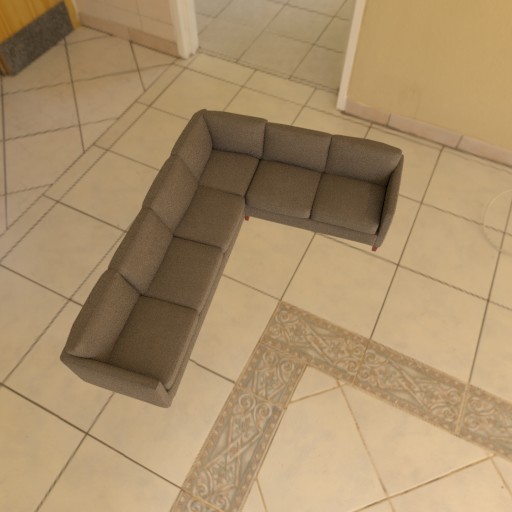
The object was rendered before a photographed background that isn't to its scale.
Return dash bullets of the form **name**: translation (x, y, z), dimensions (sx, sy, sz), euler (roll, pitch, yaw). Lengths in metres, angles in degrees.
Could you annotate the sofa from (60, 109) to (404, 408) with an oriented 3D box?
- **sofa**: translation (0.000, 0.000, 4.590), dimensions (2.593, 0.947, 3.302), euler (14, 59, 9)
